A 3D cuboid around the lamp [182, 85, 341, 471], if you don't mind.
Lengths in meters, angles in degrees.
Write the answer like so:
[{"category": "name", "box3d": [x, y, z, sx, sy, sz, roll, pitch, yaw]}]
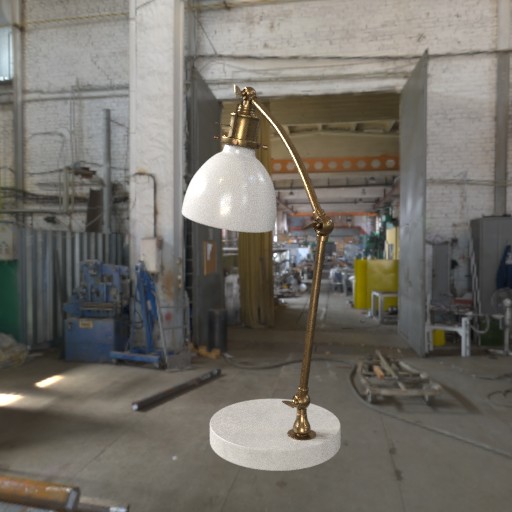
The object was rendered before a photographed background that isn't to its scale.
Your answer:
[{"category": "lamp", "box3d": [0.000, 0.000, 0.669, 0.186, 0.522, 0.317, -1, 1, -35]}]
